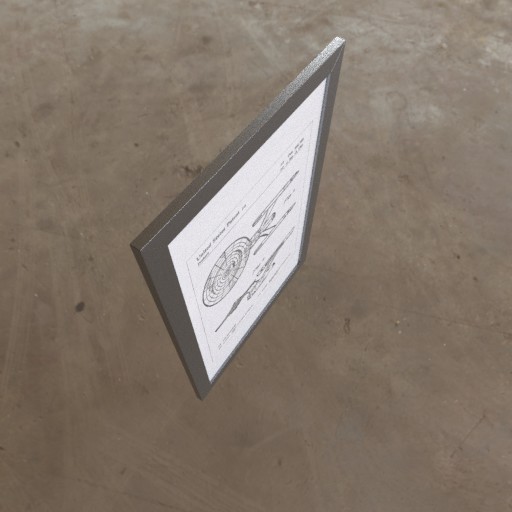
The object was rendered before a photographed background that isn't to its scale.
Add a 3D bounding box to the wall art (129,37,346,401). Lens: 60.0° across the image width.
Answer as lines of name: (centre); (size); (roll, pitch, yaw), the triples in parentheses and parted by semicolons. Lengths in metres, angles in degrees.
wall art: (0.000, 0.000, 0.694); (0.013, 0.529, 0.376); (30, 63, 17)
